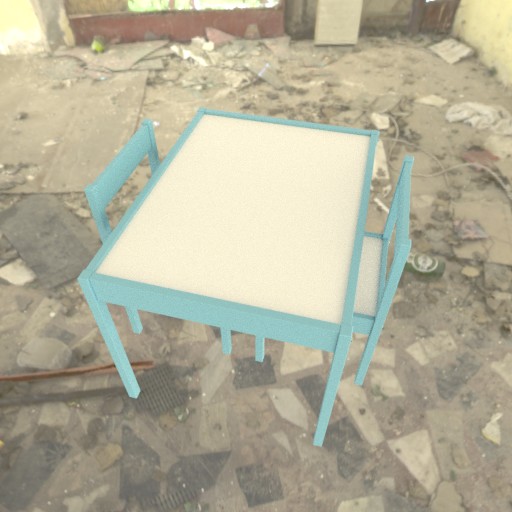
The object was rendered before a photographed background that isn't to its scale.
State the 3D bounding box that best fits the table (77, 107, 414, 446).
[{"bbox_3d":[0.000,0.000,1.097,0.633,0.503,0.639,11,47,10],"label":"table"}]
